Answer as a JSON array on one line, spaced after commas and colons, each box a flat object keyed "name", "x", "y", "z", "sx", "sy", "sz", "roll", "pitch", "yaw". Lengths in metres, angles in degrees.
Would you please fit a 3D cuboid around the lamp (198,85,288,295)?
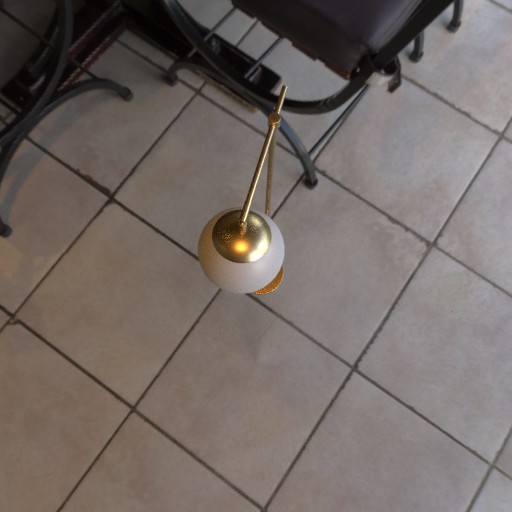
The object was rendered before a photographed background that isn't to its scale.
[{"name": "lamp", "x": 0.000, "y": 0.000, "z": 1.698, "sx": 0.249, "sy": 1.505, "sz": 0.476, "roll": 16, "pitch": 77, "yaw": 4}]
